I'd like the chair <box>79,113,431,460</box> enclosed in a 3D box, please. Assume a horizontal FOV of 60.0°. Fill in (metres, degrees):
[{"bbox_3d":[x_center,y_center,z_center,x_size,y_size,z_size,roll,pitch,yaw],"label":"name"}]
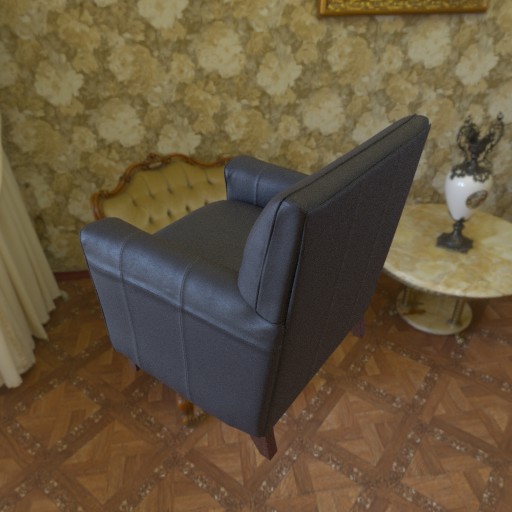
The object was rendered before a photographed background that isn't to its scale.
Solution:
[{"bbox_3d":[0.000,0.000,1.579,0.825,0.943,0.870,21,38,30],"label":"chair"}]
